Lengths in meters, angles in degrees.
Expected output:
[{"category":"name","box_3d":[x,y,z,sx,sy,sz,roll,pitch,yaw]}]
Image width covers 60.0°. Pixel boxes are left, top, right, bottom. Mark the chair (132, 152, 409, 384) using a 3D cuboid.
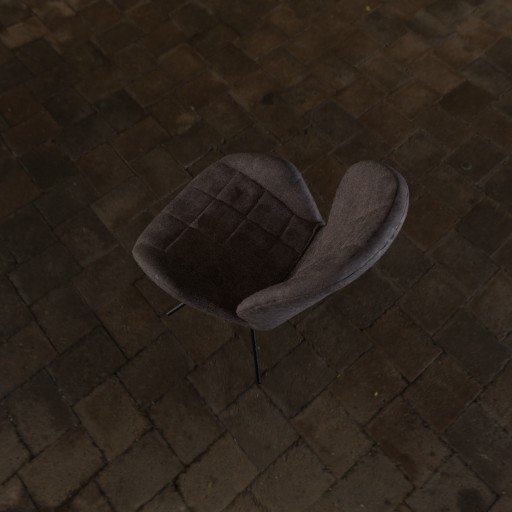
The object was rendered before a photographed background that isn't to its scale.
[{"category":"chair","box_3d":[0.000,0.000,1.311,0.640,0.934,0.527,34,68,16]}]
